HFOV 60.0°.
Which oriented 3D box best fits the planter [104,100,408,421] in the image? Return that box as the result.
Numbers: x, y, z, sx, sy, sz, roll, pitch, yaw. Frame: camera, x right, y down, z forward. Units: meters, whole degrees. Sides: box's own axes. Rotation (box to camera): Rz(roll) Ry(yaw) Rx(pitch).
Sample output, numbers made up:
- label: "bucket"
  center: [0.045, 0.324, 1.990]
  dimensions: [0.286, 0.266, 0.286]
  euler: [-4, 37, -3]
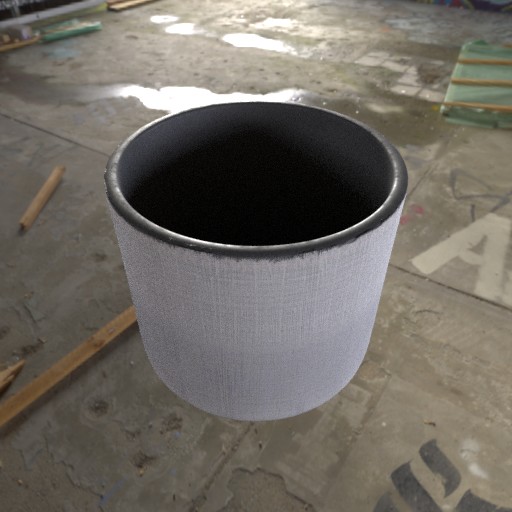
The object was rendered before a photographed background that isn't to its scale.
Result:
- label: "planter"
  center: [0.000, 0.000, 0.445]
  dimensions: [0.254, 0.221, 0.254]
  euler: [0, 41, 0]
